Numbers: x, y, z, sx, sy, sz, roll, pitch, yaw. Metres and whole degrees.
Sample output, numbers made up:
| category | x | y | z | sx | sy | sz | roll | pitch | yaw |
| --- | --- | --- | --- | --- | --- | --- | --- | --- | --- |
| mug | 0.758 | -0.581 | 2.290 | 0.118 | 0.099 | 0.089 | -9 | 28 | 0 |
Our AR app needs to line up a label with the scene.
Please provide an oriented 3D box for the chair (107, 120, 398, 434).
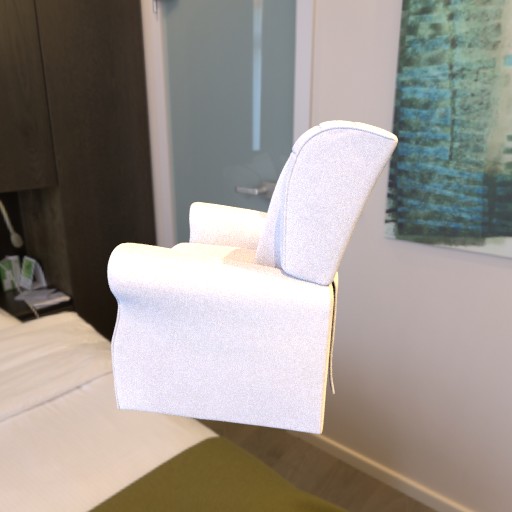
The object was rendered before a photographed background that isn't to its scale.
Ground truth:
| category | x | y | z | sx | sy | sz | roll | pitch | yaw |
| --- | --- | --- | --- | --- | --- | --- | --- | --- | --- |
| chair | 0.000 | 0.000 | 1.658 | 0.854 | 0.967 | 0.906 | 3 | 17 | 9 |
